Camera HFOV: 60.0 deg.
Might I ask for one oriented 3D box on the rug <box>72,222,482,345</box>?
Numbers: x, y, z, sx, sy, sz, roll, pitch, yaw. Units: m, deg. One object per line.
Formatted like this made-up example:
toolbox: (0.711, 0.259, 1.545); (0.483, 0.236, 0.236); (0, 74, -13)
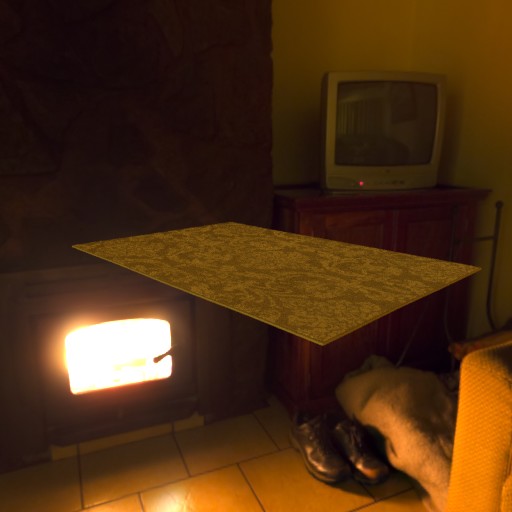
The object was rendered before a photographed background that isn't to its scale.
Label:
rug: (0.000, 0.000, 2.327); (1.206, 0.012, 1.824); (-13, 19, -42)
